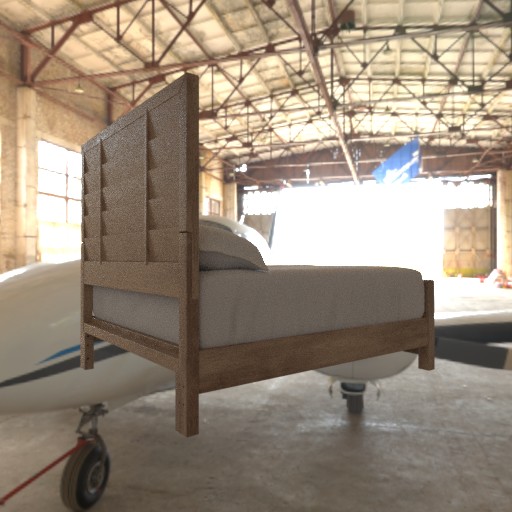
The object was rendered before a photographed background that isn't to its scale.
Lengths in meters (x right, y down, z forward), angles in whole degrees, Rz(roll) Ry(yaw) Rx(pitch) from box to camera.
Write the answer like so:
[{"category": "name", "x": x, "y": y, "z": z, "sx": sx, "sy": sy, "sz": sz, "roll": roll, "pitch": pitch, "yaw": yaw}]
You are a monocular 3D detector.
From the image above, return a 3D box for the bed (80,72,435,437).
[{"category": "bed", "x": 0.000, "y": 0.000, "z": 3.224, "sx": 2.017, "sy": 1.631, "sz": 1.615, "roll": 0, "pitch": 0, "yaw": -37}]
